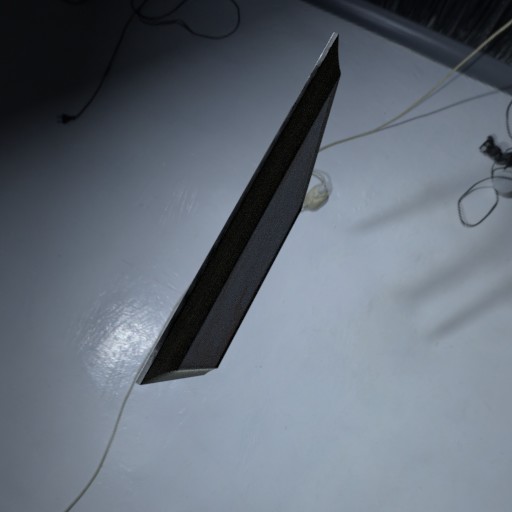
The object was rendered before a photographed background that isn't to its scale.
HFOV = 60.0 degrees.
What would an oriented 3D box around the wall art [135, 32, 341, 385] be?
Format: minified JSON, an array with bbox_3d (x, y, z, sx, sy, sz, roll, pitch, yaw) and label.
[{"bbox_3d":[0.000,0.000,0.622,0.023,0.457,0.381,27,78,6],"label":"wall art"}]
